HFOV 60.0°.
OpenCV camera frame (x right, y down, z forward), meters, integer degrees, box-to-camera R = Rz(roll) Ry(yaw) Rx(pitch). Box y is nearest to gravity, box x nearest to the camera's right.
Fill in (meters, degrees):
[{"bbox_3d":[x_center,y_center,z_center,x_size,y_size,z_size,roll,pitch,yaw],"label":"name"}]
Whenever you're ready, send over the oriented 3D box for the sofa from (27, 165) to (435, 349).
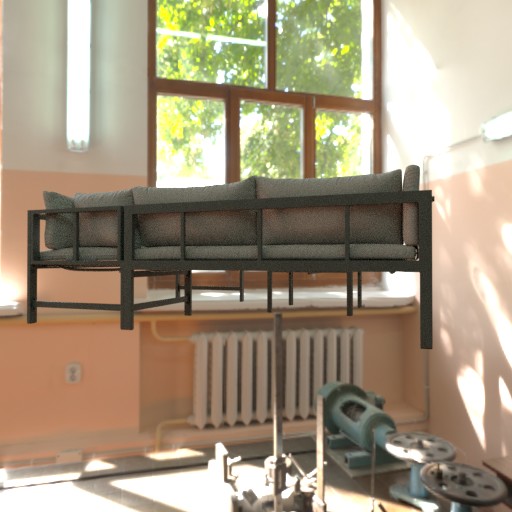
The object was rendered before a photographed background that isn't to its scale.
[{"bbox_3d":[0.000,0.000,2.878,2.096,0.758,1.658,0,-1,20],"label":"sofa"}]
